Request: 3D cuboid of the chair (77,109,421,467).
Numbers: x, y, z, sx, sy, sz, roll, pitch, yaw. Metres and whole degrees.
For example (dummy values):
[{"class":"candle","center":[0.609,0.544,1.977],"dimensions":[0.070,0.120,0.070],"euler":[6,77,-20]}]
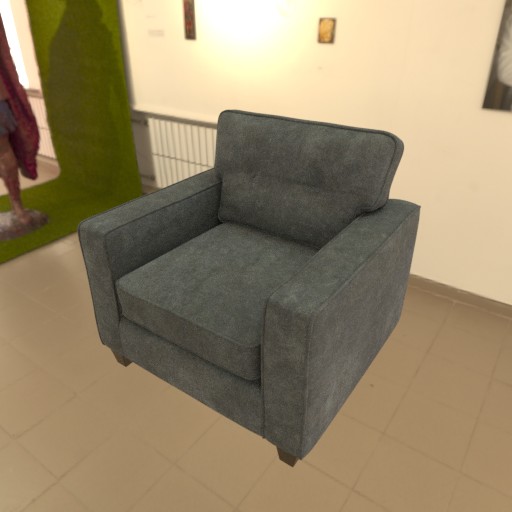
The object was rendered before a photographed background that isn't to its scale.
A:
[{"class":"chair","center":[0.000,0.000,1.776],"dimensions":[1.015,0.965,0.939],"euler":[19,34,30]}]
